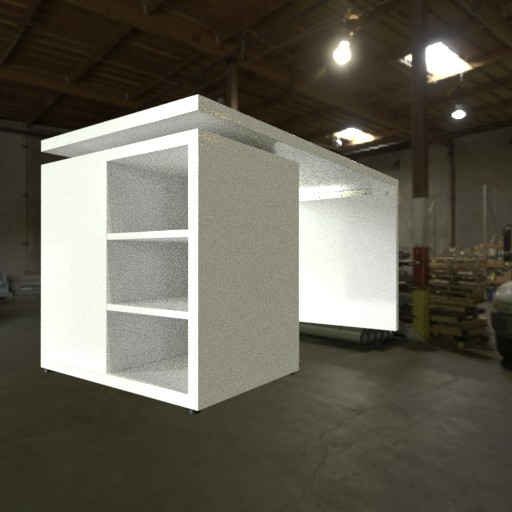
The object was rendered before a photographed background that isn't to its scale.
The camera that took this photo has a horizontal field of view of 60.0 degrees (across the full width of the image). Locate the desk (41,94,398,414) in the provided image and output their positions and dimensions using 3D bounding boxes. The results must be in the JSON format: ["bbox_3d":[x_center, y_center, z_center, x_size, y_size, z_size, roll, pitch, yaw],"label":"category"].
[{"bbox_3d":[0.000,0.000,1.787,0.690,0.740,1.400,0,0,36],"label":"desk"}]
